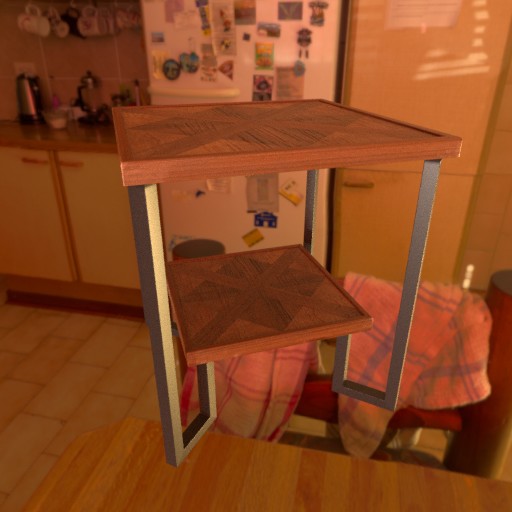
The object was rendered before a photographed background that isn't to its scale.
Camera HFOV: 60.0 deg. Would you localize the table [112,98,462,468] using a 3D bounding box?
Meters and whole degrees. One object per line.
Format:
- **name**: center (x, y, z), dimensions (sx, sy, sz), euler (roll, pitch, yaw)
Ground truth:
- **table**: center (0.000, 0.000, 0.945), dimensions (0.503, 0.563, 0.503), euler (-8, 27, -16)
